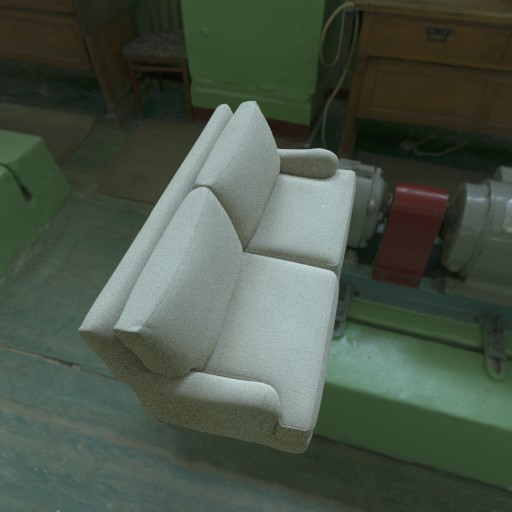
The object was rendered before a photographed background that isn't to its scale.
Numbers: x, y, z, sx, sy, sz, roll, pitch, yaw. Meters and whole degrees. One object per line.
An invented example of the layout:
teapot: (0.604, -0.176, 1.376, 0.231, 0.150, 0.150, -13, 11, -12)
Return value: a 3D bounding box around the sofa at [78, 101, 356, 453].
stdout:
sofa: (0.000, 0.000, 2.760, 1.091, 0.997, 2.070, 11, 48, 10)
